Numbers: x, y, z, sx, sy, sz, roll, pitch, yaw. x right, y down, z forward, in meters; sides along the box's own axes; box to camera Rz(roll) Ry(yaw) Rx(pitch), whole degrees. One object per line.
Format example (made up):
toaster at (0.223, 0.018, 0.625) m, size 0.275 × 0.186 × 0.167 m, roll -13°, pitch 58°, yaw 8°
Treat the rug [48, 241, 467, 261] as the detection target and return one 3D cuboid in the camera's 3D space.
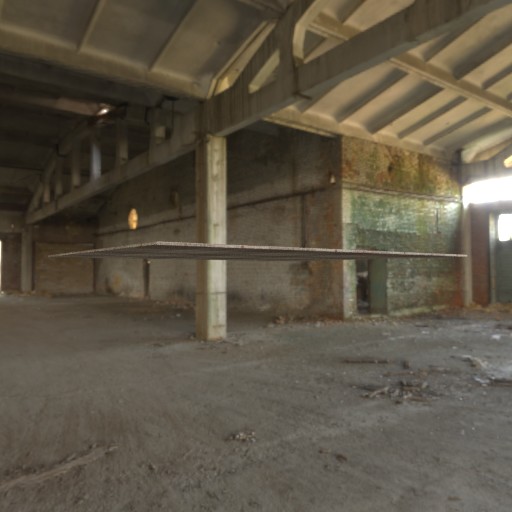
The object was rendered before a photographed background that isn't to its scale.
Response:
rug at (0.000, 0.000, 3.975) m, size 2.959 × 0.016 × 2.317 m, roll 1°, pitch -2°, yaw -37°
